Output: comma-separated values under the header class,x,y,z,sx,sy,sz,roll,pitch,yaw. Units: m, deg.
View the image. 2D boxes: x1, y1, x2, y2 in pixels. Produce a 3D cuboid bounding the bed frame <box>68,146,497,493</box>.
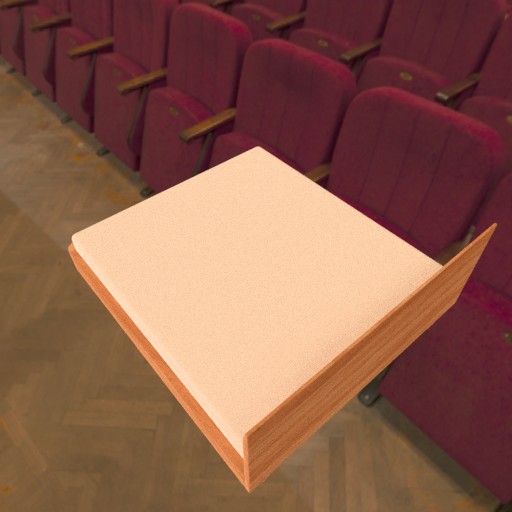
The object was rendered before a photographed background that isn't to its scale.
class,x,y,z,sx,sy,sz,roll,pitch,yaw
bed frame,0.000,0.000,3.020,1.872,0.940,2.092,-32,54,-26
